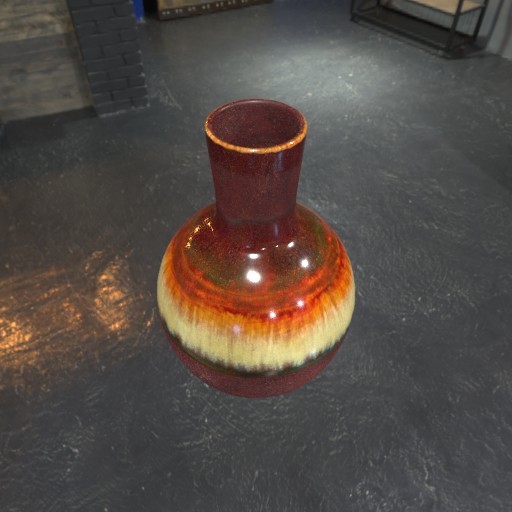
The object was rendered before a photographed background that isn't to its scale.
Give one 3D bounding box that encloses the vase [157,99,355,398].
[{"bbox_3d":[0.000,0.000,0.233,0.111,0.154,0.111,0,46,0],"label":"vase"}]
